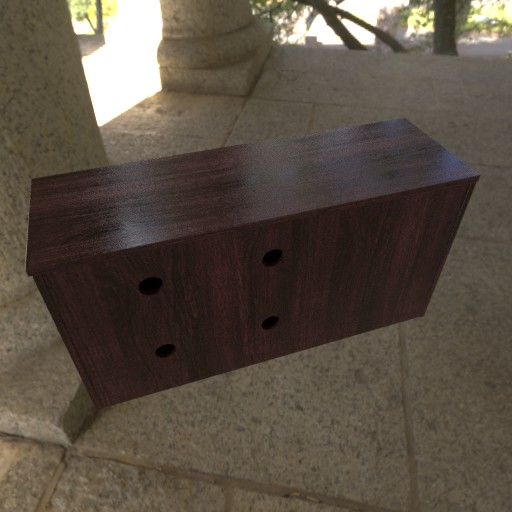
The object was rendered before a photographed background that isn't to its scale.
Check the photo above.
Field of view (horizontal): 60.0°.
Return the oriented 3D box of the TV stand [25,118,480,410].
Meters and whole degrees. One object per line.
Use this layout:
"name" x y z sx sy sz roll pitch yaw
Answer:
"TV stand" 0.000 0.000 1.448 1.192 0.614 0.404 -13 44 -14
